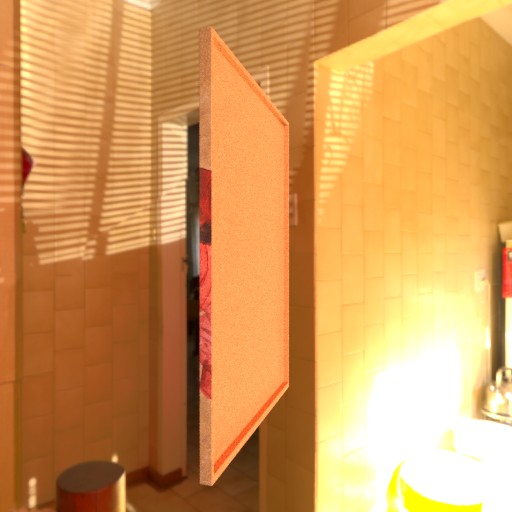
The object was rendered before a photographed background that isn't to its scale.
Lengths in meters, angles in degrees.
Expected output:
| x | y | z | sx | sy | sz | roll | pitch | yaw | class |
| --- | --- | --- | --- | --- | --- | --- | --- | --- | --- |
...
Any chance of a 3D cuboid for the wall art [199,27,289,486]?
| x | y | z | sx | sy | sz | roll | pitch | yaw | class |
| --- | --- | --- | --- | --- | --- | --- | --- | --- | --- |
| 0.000 | 0.000 | 1.346 | 0.031 | 1.015 | 0.762 | 0 | 0 | 17 | wall art |
